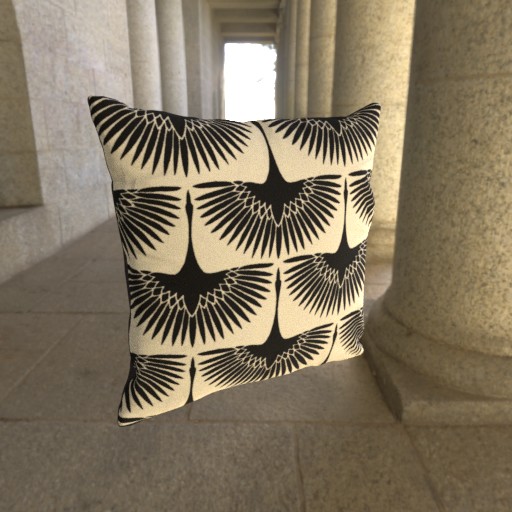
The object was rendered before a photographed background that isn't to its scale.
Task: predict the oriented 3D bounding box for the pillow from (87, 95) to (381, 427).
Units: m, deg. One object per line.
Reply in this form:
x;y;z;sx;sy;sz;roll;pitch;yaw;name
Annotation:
0.000;0.000;0.648;0.432;0.432;0.139;-9;19;-27;pillow
